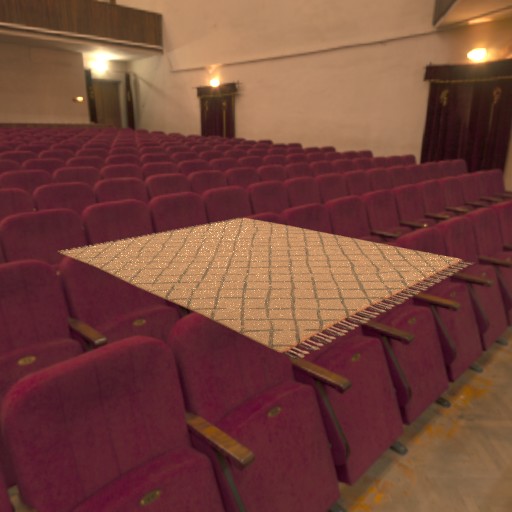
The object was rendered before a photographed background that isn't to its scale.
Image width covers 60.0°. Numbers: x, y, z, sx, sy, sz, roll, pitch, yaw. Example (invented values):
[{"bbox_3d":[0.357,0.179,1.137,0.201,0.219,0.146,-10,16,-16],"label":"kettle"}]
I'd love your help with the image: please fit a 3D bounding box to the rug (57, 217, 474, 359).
[{"bbox_3d":[0.000,0.000,4.835,3.585,0.036,2.892,15,22,43],"label":"rug"}]
